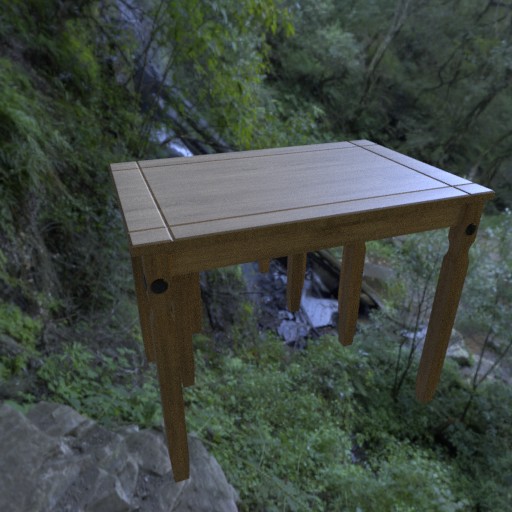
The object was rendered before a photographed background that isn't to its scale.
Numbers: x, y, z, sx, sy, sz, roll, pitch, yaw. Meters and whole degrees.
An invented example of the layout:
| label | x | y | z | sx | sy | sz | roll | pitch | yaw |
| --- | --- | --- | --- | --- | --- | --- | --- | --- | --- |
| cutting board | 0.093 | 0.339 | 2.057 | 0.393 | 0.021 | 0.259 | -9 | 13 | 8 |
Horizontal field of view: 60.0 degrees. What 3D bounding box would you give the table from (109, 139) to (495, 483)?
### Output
| label | x | y | z | sx | sy | sz | roll | pitch | yaw |
| --- | --- | --- | --- | --- | --- | --- | --- | --- | --- |
| table | 0.000 | 0.000 | 1.165 | 0.660 | 0.535 | 0.773 | -10 | 29 | -18 |
